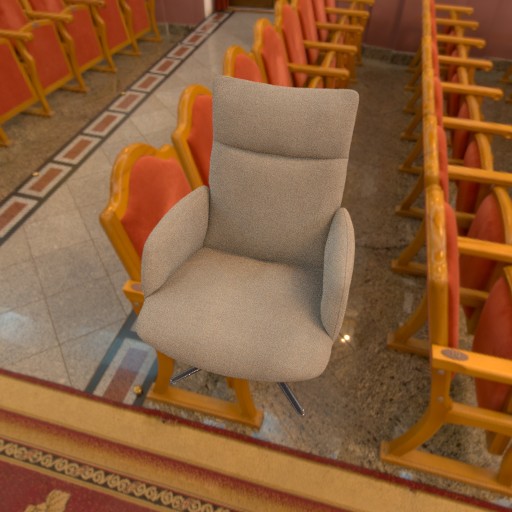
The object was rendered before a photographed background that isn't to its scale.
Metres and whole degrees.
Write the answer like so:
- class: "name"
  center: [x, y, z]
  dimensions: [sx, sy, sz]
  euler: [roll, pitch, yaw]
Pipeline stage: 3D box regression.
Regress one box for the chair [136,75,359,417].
- class: "chair"
  center: [0.000, 0.000, 1.657]
  dimensions: [0.711, 1.016, 0.889]
  euler: [11, 43, 12]
